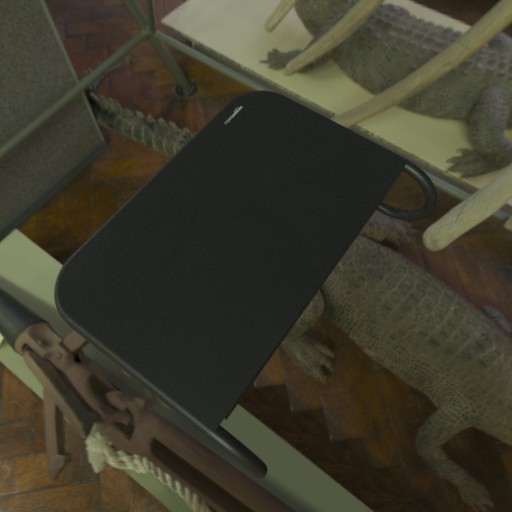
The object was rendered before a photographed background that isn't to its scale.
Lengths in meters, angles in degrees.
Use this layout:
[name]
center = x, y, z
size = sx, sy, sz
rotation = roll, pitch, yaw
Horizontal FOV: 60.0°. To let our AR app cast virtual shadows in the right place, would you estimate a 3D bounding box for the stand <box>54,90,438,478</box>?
[stand]
center = 0.000, 0.000, 0.511
size = 0.280, 0.108, 0.370
rotation = 33, 68, 15
